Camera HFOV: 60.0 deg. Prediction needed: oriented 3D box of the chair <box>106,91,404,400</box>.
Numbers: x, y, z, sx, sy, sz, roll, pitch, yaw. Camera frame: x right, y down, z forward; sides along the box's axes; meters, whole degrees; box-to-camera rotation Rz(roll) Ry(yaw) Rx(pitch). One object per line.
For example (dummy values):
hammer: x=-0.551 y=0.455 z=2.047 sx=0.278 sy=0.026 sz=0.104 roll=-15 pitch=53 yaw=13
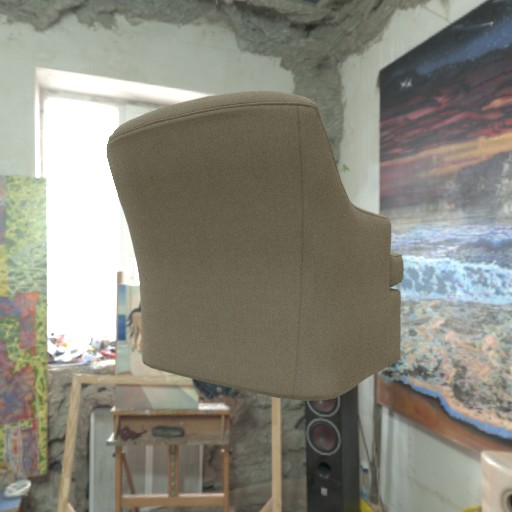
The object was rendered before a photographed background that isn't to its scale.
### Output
chair: x=0.000 y=0.000 z=1.601 sx=0.864 sy=0.856 sz=0.923 roll=0 pitch=0 yaw=37
